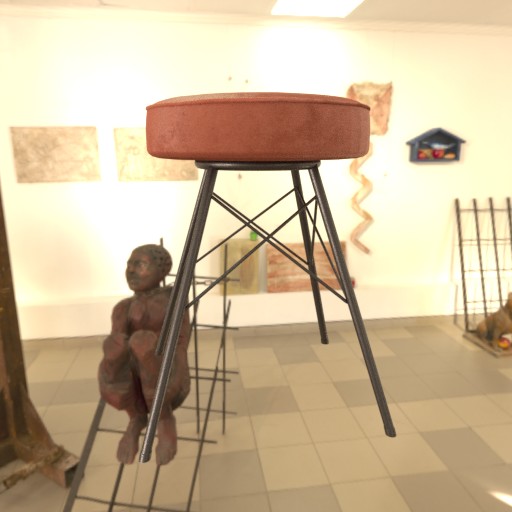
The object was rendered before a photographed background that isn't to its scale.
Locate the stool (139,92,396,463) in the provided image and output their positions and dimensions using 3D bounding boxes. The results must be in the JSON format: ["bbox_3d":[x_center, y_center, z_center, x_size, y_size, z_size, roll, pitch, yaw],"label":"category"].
[{"bbox_3d":[0.000,0.000,0.895,0.457,0.593,0.421,-2,14,-8],"label":"stool"}]
